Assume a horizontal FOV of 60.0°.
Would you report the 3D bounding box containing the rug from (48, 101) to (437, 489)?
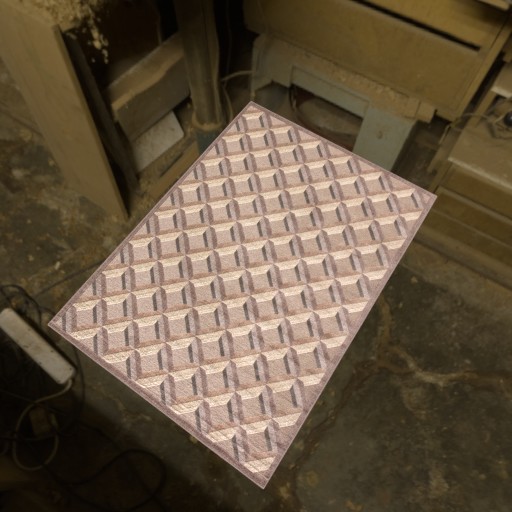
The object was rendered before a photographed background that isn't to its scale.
[{"bbox_3d":[0.000,0.000,4.350,2.382,0.018,3.294,31,68,14],"label":"rug"}]
